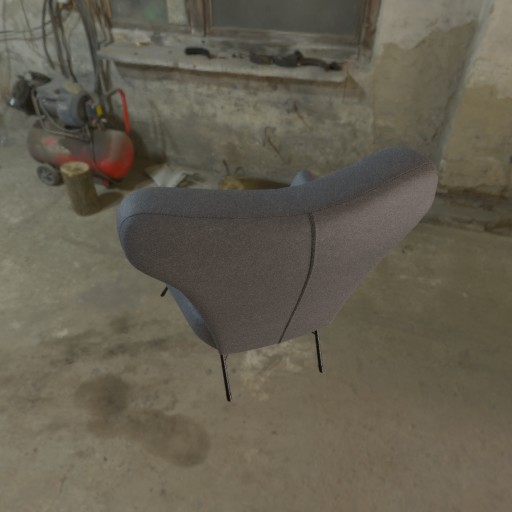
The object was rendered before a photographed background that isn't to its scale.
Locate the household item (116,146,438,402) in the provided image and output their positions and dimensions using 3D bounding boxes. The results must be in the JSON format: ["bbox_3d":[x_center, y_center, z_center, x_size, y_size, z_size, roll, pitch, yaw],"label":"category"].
[{"bbox_3d":[0.000,0.000,1.796,0.980,1.050,0.900,-13,42,-15],"label":"household item"}]
